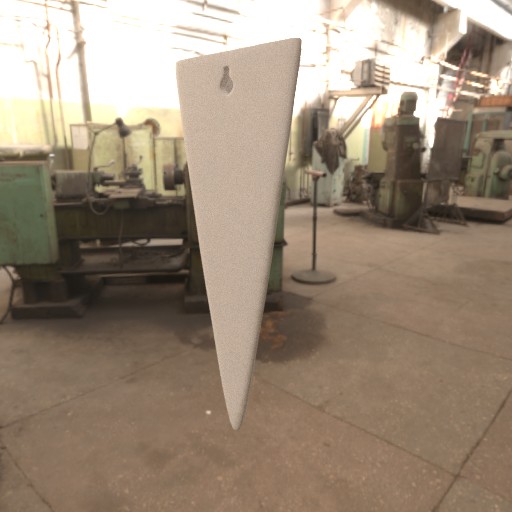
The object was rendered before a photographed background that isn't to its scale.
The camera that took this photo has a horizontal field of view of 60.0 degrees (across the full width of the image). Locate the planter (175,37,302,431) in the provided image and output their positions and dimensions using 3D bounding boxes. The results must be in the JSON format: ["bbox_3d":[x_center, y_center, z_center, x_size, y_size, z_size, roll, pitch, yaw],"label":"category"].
[{"bbox_3d":[0.000,0.000,0.404,0.065,0.338,0.143,-14,21,-43],"label":"planter"}]
